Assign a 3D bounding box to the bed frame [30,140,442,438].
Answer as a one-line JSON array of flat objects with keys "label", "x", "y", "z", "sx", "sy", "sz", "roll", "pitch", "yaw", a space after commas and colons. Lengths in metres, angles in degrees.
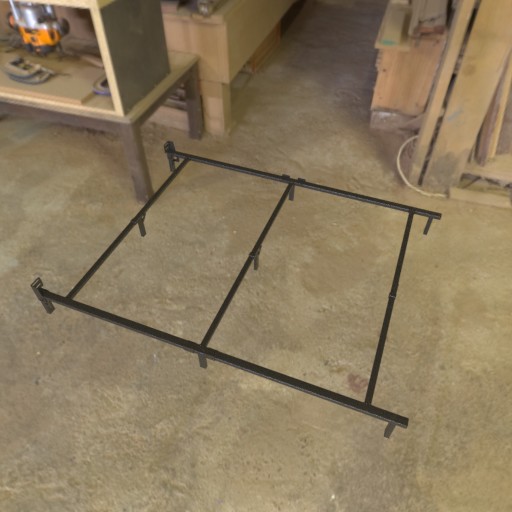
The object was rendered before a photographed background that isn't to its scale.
[{"label": "bed frame", "x": 0.000, "y": 0.000, "z": 2.667, "sx": 1.990, "sy": 0.248, "sz": 1.498, "roll": 16, "pitch": 49, "yaw": 14}]
